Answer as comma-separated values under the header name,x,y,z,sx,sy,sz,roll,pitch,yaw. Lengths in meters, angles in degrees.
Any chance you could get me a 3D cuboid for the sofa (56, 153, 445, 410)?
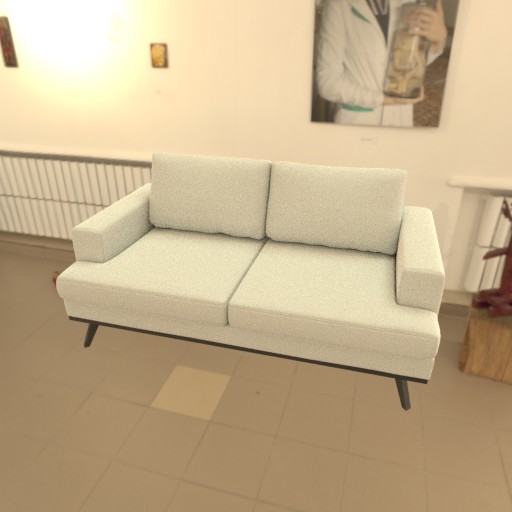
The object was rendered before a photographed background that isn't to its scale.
name,x,y,z,sx,sy,sz,roll,pitch,yaw
sofa,0.000,0.000,2.177,1.650,0.810,0.920,7,27,14
